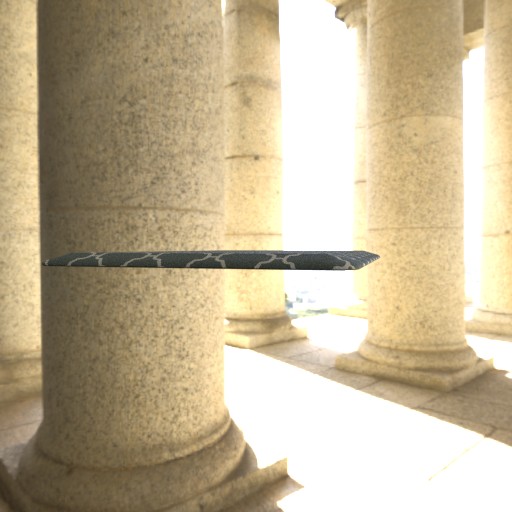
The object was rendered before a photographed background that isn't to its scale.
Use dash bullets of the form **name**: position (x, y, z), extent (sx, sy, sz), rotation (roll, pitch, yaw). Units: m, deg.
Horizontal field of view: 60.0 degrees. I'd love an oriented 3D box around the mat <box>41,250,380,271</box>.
- **mat**: position (0.000, 0.000, 0.987), extent (0.508, 0.021, 0.762), rotation (0, 1, 18)
